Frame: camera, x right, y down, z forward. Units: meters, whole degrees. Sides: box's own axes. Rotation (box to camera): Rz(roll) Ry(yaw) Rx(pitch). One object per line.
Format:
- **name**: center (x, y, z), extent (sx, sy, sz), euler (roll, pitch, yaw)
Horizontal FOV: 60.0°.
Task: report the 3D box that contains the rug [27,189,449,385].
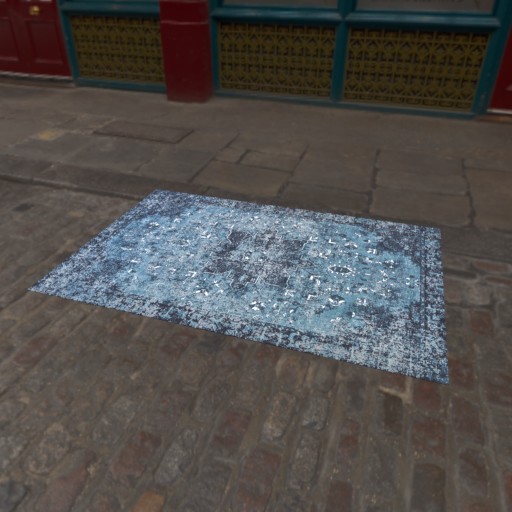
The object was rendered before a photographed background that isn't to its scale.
- **rug**: center (0.000, 0.000, 2.296), extent (1.828, 0.005, 1.219), euler (10, 33, 15)
